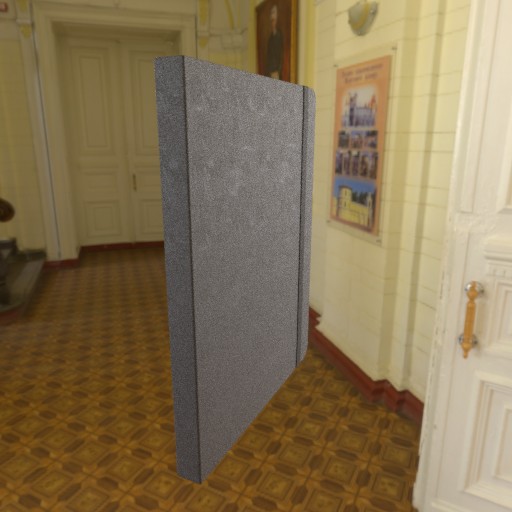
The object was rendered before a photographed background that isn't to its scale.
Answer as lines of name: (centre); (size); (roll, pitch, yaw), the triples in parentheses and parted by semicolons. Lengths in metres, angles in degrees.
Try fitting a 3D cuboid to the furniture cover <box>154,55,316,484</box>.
furniture cover: (0.000, 0.000, 0.373); (0.023, 0.281, 0.216); (8, 17, 26)
